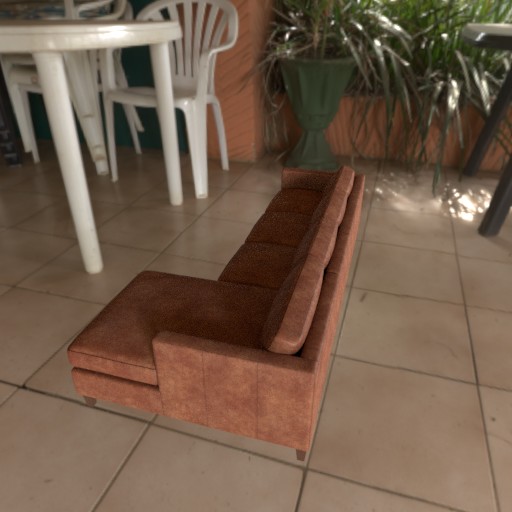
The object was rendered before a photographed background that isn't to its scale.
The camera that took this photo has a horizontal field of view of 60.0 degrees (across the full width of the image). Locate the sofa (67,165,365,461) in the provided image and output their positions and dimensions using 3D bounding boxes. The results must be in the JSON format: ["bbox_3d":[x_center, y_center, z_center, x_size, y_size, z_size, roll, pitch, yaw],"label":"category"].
[{"bbox_3d":[0.000,0.000,3.918,1.581,0.883,3.203,8,30,14],"label":"sofa"}]
